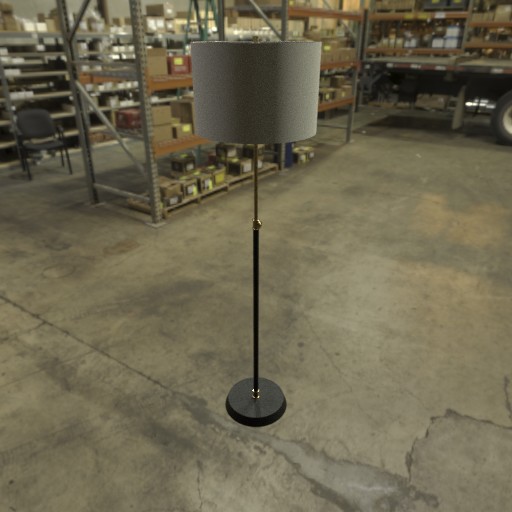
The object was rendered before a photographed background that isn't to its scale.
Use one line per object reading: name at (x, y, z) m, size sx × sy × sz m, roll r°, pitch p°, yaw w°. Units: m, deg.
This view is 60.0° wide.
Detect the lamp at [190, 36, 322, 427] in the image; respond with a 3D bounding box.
lamp at (0.000, 0.000, 1.708) m, size 0.404 × 1.517 × 0.404 m, roll 17°, pitch 31°, yaw 30°
